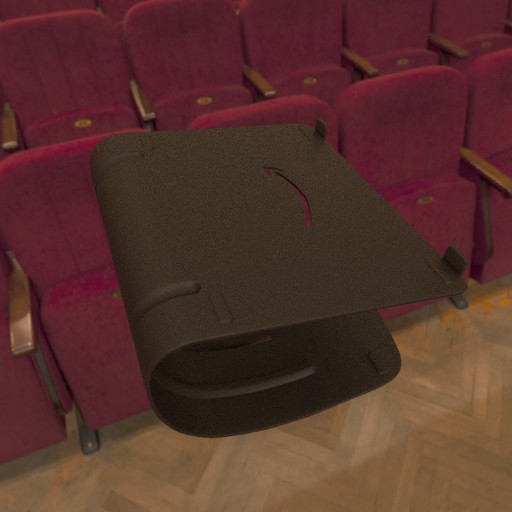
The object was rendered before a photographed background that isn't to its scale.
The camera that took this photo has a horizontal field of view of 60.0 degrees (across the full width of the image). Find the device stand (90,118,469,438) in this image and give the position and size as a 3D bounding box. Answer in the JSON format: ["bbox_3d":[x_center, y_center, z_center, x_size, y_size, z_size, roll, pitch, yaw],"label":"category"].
[{"bbox_3d":[0.000,0.000,0.396,0.236,0.155,0.256,-16,47,-16],"label":"device stand"}]
